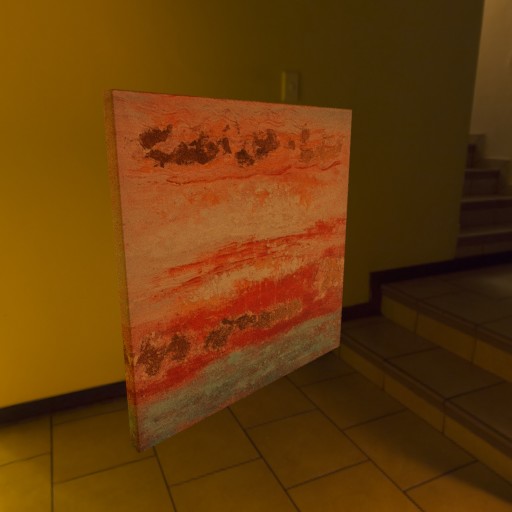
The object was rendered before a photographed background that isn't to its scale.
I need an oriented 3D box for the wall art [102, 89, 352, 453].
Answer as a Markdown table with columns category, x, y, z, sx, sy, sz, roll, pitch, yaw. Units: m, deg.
| category | x | y | z | sx | sy | sz | roll | pitch | yaw |
| --- | --- | --- | --- | --- | --- | --- | --- | --- | --- |
| wall art | 0.000 | 0.000 | 1.133 | 0.747 | 0.747 | 0.035 | -14 | 20 | -43 |
